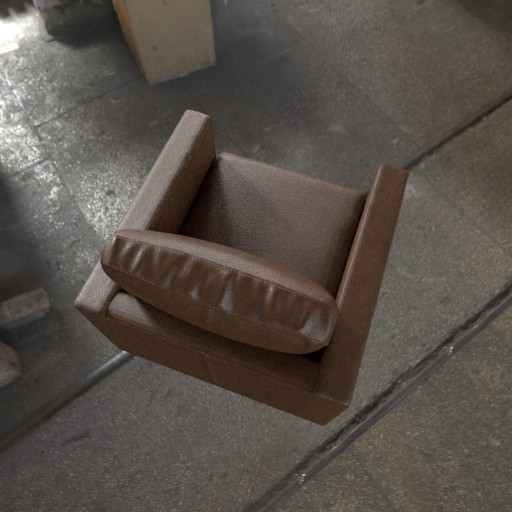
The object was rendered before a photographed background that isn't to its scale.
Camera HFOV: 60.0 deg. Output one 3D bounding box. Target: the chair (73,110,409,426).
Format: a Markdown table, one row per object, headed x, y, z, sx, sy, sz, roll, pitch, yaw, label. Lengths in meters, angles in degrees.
| x | y | z | sx | sy | sz | roll | pitch | yaw | label |
| --- | --- | --- | --- | --- | --- | --- | --- | --- | --- |
| 0.000 | 0.000 | 1.680 | 0.890 | 0.956 | 0.909 | 18 | 65 | 9 | chair |
